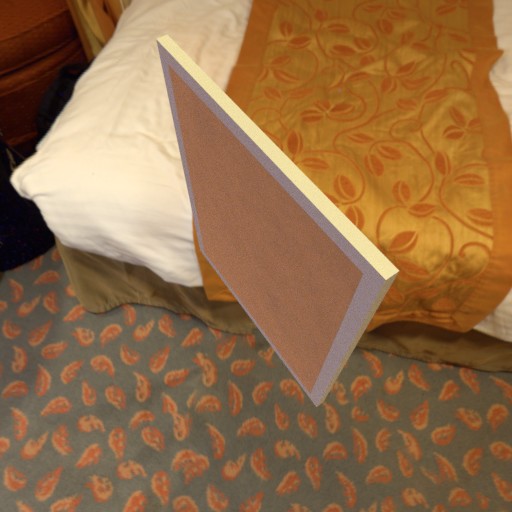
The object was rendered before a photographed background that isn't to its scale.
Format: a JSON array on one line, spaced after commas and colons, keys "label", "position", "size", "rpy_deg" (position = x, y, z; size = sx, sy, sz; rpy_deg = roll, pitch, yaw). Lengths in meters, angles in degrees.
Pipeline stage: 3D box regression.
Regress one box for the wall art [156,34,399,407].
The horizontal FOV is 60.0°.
[{"label": "wall art", "position": [0.000, 0.000, 1.101], "size": [0.026, 0.811, 0.661], "rpy_deg": [-31, 64, -17]}]
